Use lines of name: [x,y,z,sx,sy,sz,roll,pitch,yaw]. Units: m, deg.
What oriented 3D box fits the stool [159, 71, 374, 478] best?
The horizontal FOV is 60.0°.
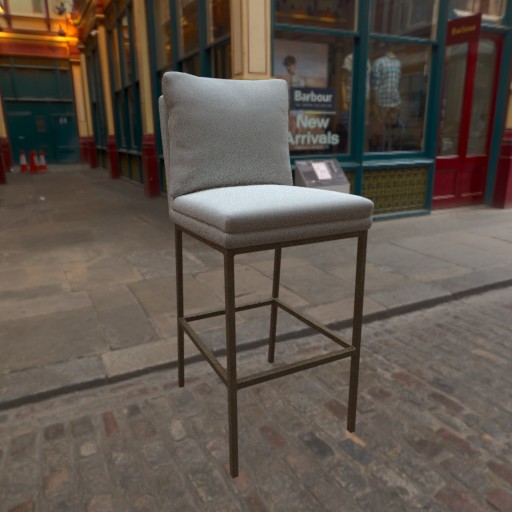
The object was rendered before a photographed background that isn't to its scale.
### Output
stool: [0.000,0.000,1.435,0.463,1.125,0.572,-8,18,-27]
